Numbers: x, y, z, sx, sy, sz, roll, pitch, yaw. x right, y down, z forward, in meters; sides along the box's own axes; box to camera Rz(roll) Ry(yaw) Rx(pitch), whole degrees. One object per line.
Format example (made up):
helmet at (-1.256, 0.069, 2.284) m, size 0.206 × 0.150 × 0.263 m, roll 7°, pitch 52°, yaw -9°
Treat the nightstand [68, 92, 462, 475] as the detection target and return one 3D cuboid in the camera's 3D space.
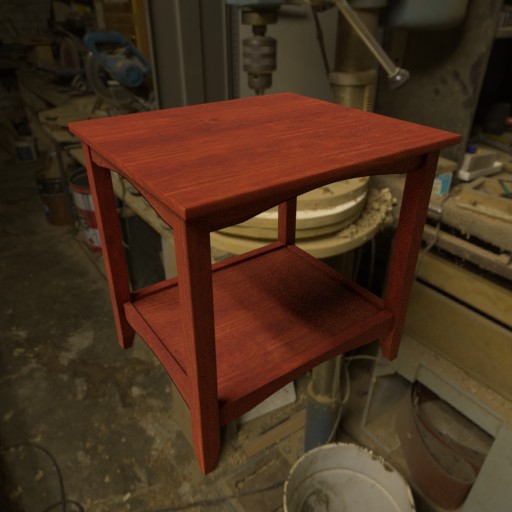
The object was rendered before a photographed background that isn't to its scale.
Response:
nightstand at (0.000, 0.000, 0.978) m, size 0.558 × 0.558 × 0.501 m, roll -20°, pitch 36°, yaw -30°
